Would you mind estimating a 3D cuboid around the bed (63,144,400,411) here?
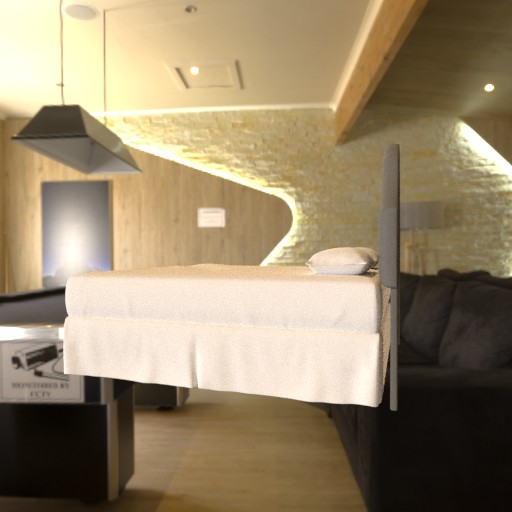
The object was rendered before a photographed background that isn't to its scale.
[{"bbox_3d":[0.000,0.000,3.598,2.214,1.615,2.008,0,0,18],"label":"bed"}]
